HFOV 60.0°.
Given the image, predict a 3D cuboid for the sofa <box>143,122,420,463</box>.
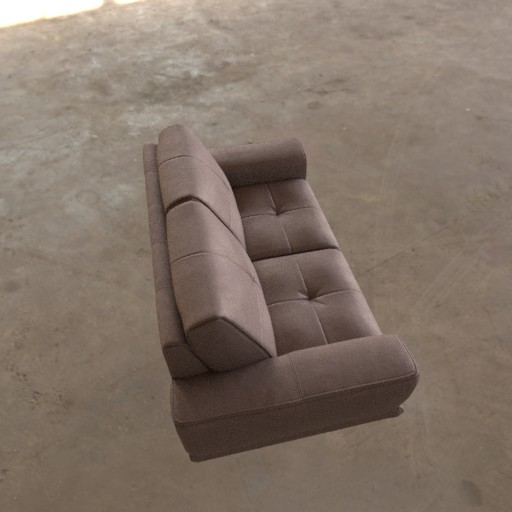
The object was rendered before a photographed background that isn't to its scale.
[{"bbox_3d":[0.000,0.000,2.348,1.018,0.907,1.806,-9,48,-9],"label":"sofa"}]
